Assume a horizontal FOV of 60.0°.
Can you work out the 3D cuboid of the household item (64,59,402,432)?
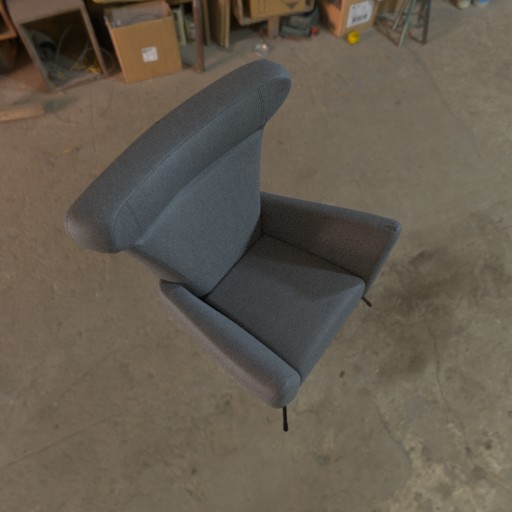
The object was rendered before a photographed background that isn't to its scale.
[{"bbox_3d":[0.000,0.000,1.774,0.900,1.050,0.980,32,63,19],"label":"household item"}]
